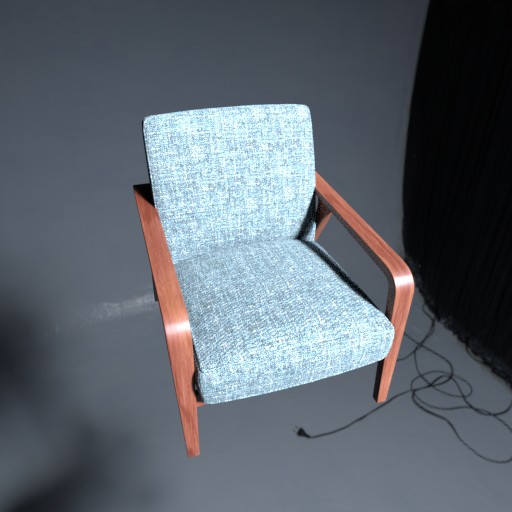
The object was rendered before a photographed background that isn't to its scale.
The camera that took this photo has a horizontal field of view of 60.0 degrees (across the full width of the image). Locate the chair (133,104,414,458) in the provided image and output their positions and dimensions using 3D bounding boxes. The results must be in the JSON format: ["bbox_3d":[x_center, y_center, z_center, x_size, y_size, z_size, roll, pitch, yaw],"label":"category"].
[{"bbox_3d":[0.000,0.000,1.529,0.719,0.864,0.889,-10,34,-15],"label":"chair"}]
